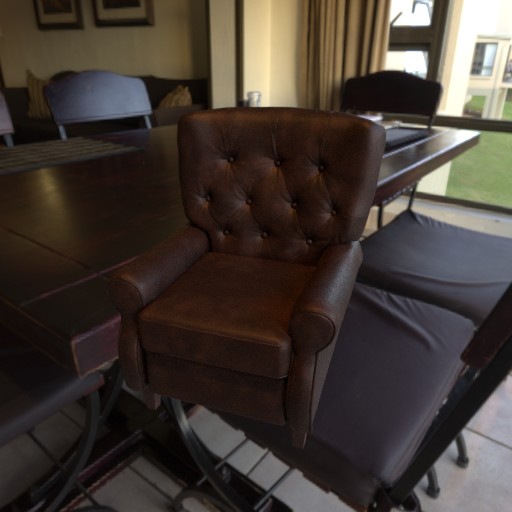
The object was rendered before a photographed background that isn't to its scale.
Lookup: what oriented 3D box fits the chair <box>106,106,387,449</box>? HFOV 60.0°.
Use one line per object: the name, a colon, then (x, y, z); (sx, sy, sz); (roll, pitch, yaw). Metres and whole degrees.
chair: (0.000, 0.000, 1.930); (0.948, 1.158, 1.058); (8, 26, 17)
